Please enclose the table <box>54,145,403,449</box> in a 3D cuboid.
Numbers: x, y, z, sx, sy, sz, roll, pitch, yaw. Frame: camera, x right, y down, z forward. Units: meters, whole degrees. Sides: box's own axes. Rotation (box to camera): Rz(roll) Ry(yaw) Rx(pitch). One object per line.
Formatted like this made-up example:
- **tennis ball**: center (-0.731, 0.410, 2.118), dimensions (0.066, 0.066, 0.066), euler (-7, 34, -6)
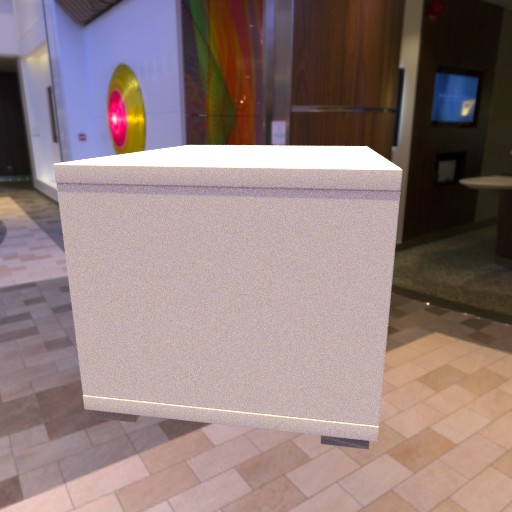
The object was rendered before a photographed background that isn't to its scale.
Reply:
- **table**: center (0.000, 0.000, 0.786), dimensions (0.399, 0.357, 0.517), euler (3, 17, 9)
